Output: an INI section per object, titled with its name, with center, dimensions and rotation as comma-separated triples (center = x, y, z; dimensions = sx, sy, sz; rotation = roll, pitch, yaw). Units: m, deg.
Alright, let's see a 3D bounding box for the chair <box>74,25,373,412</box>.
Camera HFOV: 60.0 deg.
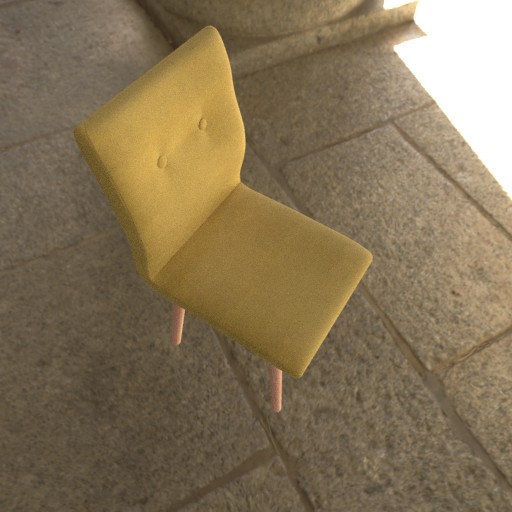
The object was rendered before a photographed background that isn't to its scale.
[chair]
center = 0.000, 0.000, 1.251
dimensions = 0.550, 0.965, 0.450
rotation = 29, 61, 18
